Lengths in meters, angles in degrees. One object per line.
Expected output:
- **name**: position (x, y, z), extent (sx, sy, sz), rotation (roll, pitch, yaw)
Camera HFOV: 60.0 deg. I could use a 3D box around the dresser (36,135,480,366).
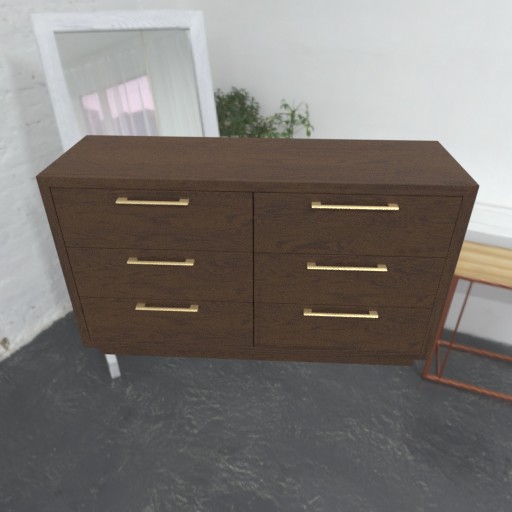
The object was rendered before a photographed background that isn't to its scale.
- **dresser**: position (0.000, 0.000, 1.940), extent (1.523, 0.889, 0.512), rotation (2, 32, 3)
